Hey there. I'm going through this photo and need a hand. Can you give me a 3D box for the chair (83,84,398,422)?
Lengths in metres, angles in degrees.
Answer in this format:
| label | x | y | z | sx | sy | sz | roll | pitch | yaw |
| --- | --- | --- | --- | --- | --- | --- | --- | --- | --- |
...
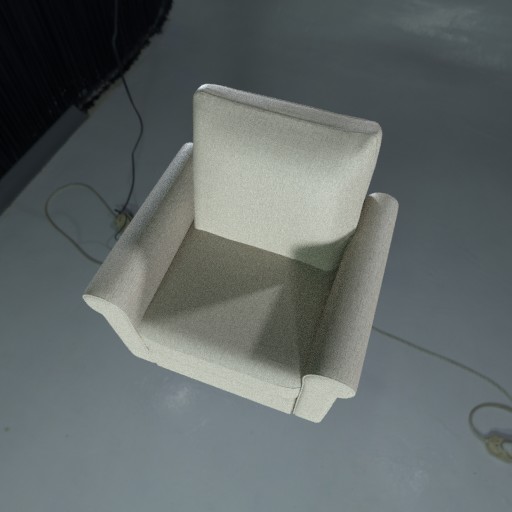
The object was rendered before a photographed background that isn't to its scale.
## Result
| label | x | y | z | sx | sy | sz | roll | pitch | yaw |
| --- | --- | --- | --- | --- | --- | --- | --- | --- | --- |
| chair | 0.000 | 0.000 | 2.313 | 1.275 | 1.349 | 1.180 | 17 | 59 | 11 |
